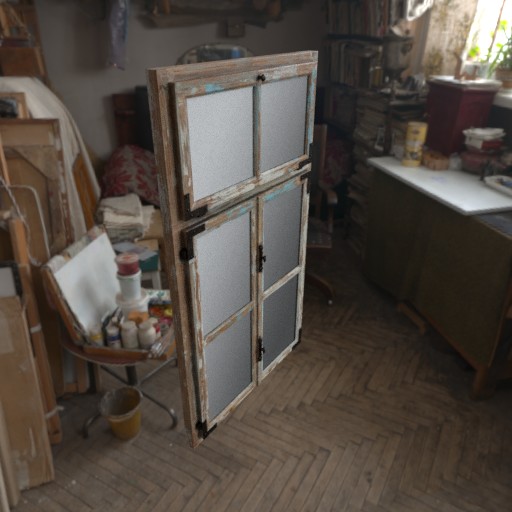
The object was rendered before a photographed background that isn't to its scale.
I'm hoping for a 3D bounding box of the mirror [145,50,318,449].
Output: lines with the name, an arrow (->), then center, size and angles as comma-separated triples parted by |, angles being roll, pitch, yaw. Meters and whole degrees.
mirror -> 0.000, 0.000, 1.487 | 0.083, 1.213, 0.707 | 19, 34, 31
